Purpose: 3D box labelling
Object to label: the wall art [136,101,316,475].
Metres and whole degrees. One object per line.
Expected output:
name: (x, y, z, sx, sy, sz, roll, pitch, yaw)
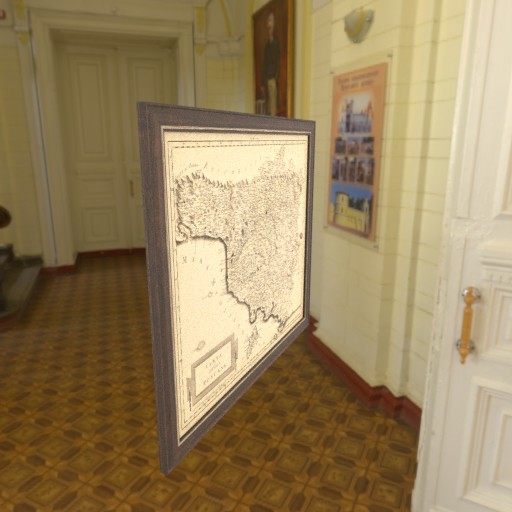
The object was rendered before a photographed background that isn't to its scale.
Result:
wall art: (0.000, 0.000, 1.437, 0.023, 0.875, 1.033, 7, 16, 25)
